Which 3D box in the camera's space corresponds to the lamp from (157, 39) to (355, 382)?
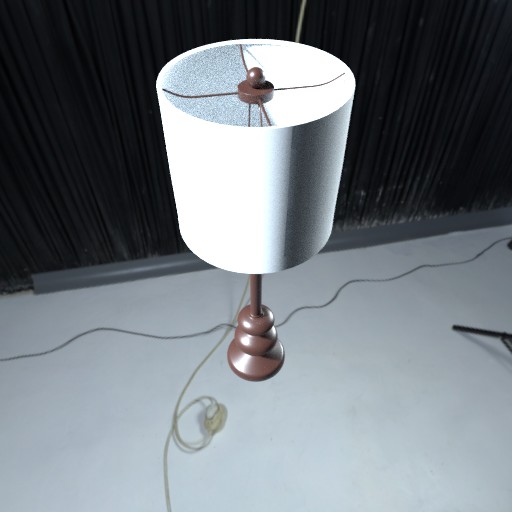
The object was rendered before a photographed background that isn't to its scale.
[{"bbox_3d":[0.000,0.000,0.811,0.254,0.690,0.254,-8,47,-8],"label":"lamp"}]
